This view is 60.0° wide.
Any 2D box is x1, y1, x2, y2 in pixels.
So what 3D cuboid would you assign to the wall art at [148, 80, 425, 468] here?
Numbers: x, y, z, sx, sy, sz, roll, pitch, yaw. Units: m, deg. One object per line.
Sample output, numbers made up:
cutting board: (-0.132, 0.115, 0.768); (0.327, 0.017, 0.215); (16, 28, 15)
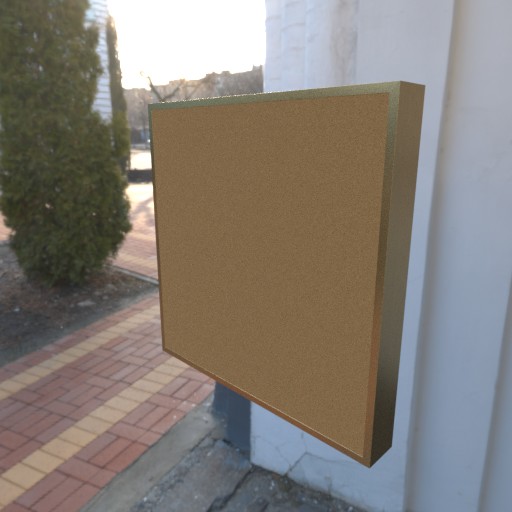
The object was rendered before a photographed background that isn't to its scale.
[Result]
wall art: (0.000, 0.000, 0.448); (0.304, 0.304, 0.038); (14, 21, 43)
